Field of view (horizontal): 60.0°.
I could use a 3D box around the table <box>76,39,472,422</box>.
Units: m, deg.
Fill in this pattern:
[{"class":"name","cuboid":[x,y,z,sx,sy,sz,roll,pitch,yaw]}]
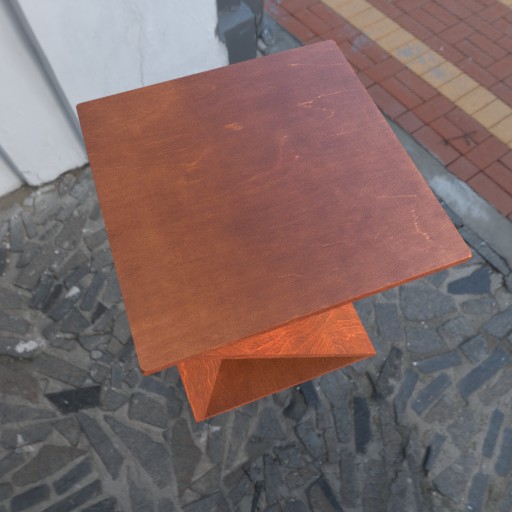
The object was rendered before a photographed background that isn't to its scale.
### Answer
[{"class":"table","cuboid":[0.000,0.000,0.847,0.427,0.520,0.427,-18,65,-9]}]
